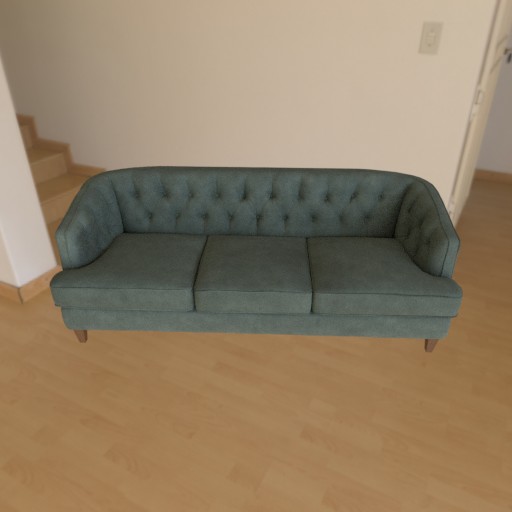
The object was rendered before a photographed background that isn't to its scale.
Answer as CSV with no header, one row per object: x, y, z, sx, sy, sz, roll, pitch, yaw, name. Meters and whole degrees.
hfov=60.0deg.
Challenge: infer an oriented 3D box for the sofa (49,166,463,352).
0.000,0.000,2.795,2.278,0.855,0.941,1,30,2,sofa
